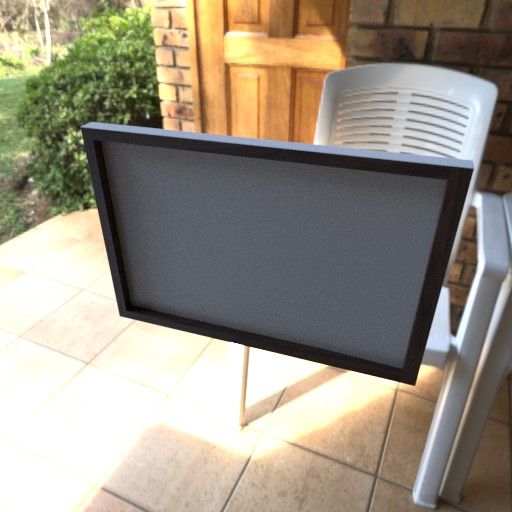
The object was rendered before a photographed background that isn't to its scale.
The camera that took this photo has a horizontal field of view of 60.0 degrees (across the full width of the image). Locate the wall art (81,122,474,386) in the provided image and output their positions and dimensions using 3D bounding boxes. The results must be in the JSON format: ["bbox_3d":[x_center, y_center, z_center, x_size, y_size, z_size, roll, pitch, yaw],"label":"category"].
[{"bbox_3d":[0.000,0.000,1.167,0.914,0.610,0.050,10,33,16],"label":"wall art"}]
